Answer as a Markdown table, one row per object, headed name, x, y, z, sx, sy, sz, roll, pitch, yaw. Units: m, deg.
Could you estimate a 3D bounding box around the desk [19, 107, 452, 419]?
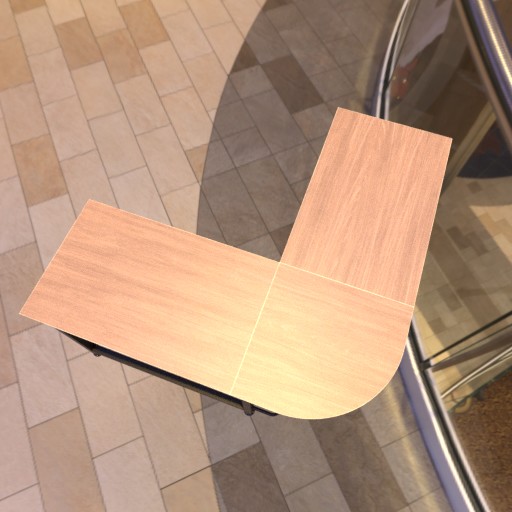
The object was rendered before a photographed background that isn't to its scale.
| name | x | y | z | sx | sy | sz | roll | pitch | yaw |
| --- | --- | --- | --- | --- | --- | --- | --- | --- | --- |
| desk | 0.000 | 0.000 | 2.199 | 1.400 | 0.762 | 1.400 | 18 | 67 | 8 |
